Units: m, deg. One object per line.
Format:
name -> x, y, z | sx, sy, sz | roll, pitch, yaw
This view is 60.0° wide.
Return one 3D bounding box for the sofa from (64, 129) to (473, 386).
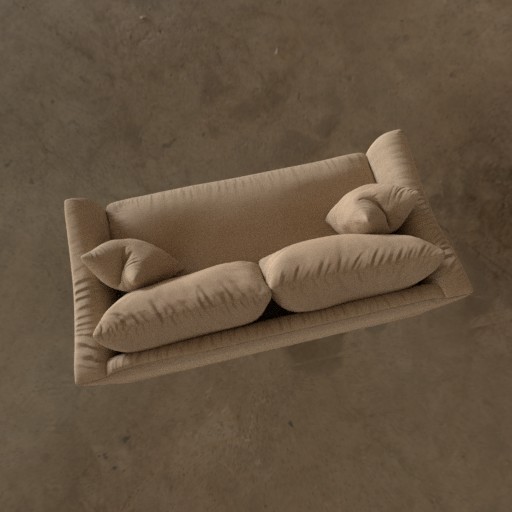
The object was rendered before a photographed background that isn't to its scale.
sofa -> 0.000, 0.000, 2.611 | 2.010, 1.018, 1.072 | -12, 75, -3
